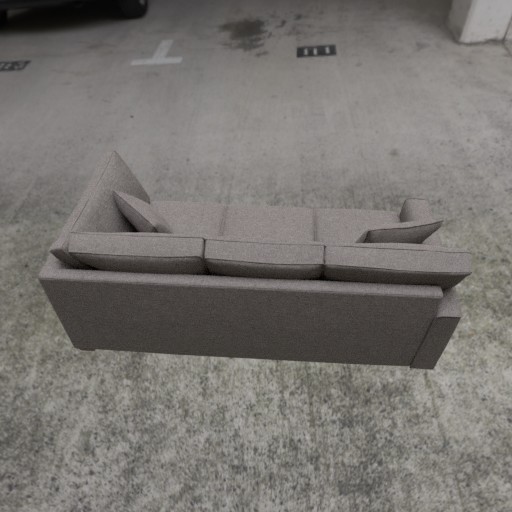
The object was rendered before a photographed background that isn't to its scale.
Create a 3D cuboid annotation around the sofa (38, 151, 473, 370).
[{"bbox_3d":[0.000,0.000,2.893,2.317,0.962,1.061,3,46,2],"label":"sofa"}]
